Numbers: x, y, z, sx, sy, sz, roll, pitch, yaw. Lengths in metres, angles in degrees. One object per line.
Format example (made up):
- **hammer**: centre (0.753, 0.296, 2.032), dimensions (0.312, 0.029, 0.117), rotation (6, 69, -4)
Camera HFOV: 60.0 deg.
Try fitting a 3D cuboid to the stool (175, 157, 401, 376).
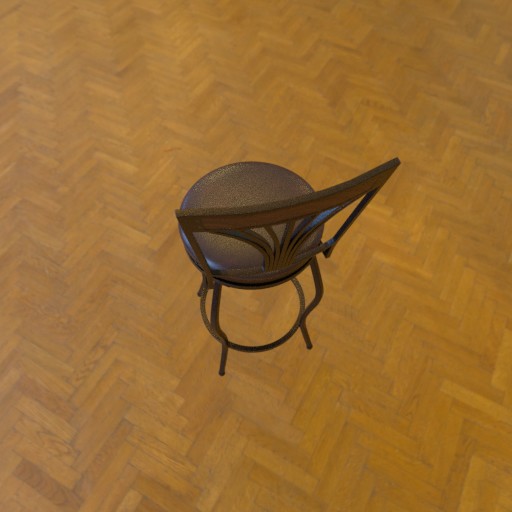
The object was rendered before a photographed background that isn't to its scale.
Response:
- **stool**: centre (0.000, 0.000, 1.387), dimensions (0.433, 1.117, 0.514), rotation (-15, 58, -9)
